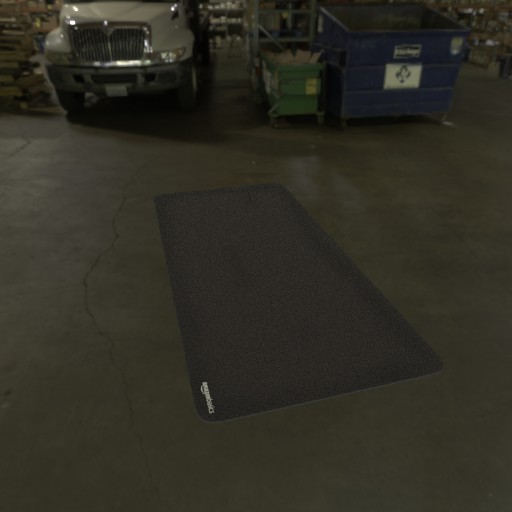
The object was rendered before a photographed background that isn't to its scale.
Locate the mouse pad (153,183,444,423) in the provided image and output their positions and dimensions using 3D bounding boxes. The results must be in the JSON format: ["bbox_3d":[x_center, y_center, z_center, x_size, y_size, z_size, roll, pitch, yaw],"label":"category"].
[{"bbox_3d":[0.000,0.000,1.067,0.424,0.003,0.907,-8,31,-13],"label":"mouse pad"}]
